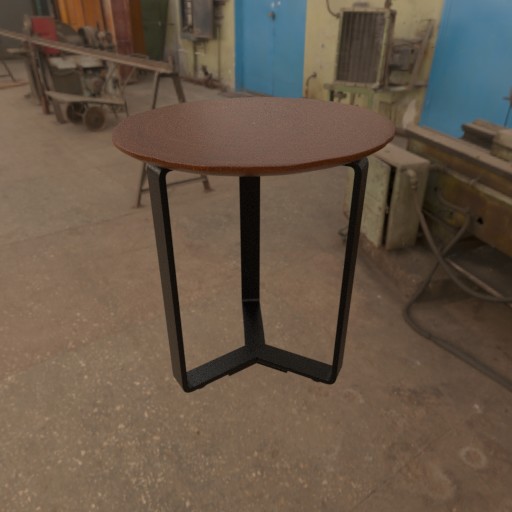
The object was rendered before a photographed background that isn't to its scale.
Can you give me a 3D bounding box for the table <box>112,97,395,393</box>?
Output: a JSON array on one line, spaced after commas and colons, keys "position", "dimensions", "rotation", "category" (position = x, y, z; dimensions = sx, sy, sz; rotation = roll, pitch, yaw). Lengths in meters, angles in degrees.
[{"position": [0.000, 0.000, 0.760], "dimensions": [0.410, 0.450, 0.380], "rotation": [-19, 35, -29], "category": "table"}]
